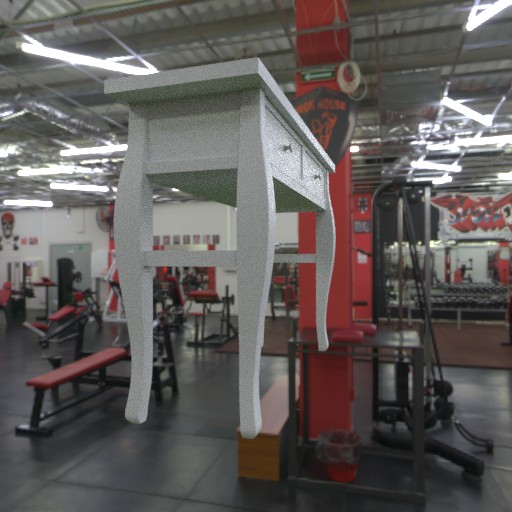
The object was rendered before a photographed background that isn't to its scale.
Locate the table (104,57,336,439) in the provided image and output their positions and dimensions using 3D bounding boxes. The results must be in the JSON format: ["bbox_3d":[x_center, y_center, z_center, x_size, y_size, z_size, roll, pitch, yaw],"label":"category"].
[{"bbox_3d":[0.000,0.000,1.421,0.373,0.768,1.062,0,0,18],"label":"table"}]
